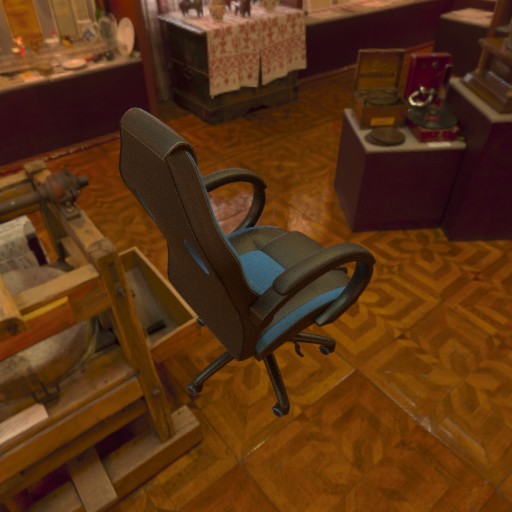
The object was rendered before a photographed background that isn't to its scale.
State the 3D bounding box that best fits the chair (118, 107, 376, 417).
[{"bbox_3d":[0.000,0.000,1.616,0.724,1.187,0.673,-26,47,-27],"label":"chair"}]
